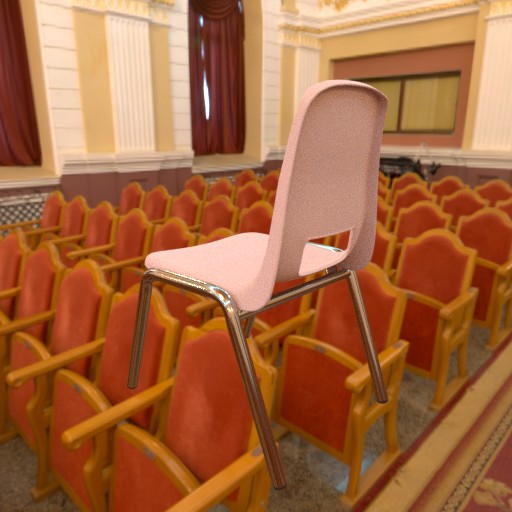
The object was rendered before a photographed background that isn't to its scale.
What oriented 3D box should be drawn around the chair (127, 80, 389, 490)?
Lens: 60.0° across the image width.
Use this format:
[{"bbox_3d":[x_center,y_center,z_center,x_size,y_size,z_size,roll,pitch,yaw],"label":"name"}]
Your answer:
[{"bbox_3d":[0.000,0.000,0.830,0.423,0.586,0.354,15,21,43],"label":"chair"}]
